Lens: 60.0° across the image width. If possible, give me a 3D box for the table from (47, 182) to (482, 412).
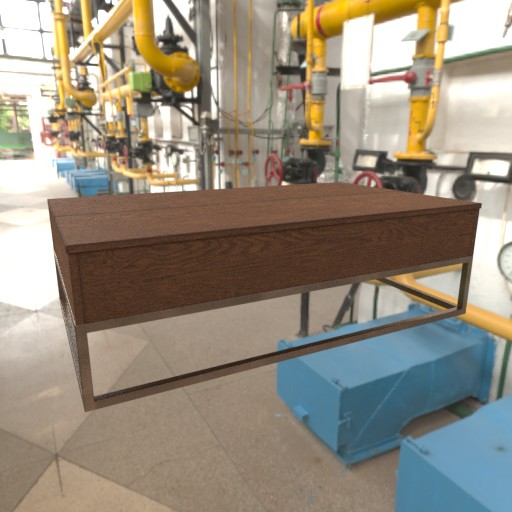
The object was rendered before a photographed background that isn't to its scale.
[{"bbox_3d":[0.000,0.000,1.440,1.167,0.361,0.719,-8,17,-26],"label":"table"}]
